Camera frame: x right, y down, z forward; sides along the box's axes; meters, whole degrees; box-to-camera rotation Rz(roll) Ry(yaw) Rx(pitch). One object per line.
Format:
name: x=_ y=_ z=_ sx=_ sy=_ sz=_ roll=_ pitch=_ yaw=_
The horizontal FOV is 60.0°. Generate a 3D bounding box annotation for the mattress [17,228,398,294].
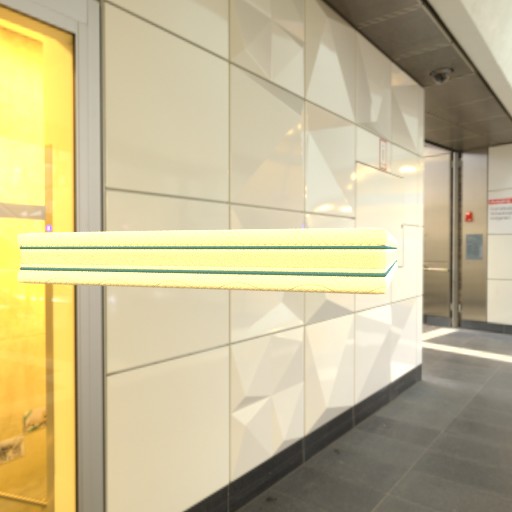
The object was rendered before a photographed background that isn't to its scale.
mattress: x=0.000 y=0.000 z=2.682 sx=1.600 sy=0.230 sz=2.000 roll=0 pitch=1 yaw=19
